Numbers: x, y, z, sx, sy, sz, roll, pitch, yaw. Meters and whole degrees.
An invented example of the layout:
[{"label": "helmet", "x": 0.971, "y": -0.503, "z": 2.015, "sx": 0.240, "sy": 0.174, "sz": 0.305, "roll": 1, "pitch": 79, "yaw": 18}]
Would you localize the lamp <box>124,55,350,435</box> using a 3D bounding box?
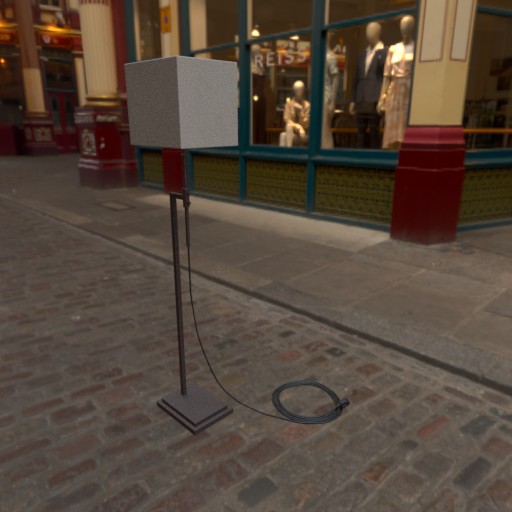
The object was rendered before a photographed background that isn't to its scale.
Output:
[{"label": "lamp", "x": 0.000, "y": 0.000, "z": 2.010, "sx": 0.774, "sy": 1.600, "sz": 0.698, "roll": -16, "pitch": 24, "yaw": -42}]
